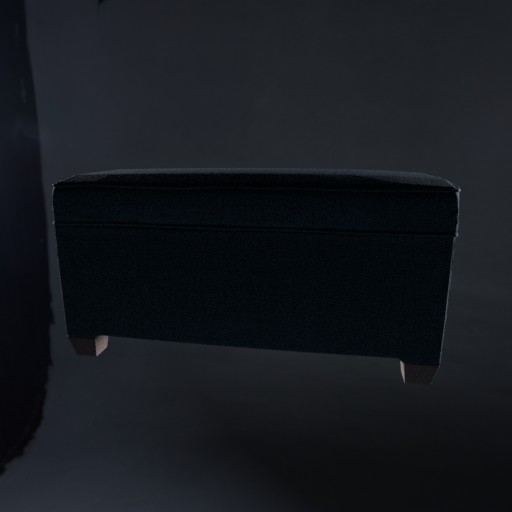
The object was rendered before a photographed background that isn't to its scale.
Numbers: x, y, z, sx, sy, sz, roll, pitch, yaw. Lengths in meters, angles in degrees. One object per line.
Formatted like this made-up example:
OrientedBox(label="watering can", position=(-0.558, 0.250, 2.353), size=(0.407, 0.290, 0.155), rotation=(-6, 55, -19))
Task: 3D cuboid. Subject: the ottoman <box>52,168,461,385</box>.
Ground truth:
OrientedBox(label="ottoman", position=(0.000, 0.000, 1.234), size=(0.943, 0.474, 0.474), rotation=(2, 15, 9))
